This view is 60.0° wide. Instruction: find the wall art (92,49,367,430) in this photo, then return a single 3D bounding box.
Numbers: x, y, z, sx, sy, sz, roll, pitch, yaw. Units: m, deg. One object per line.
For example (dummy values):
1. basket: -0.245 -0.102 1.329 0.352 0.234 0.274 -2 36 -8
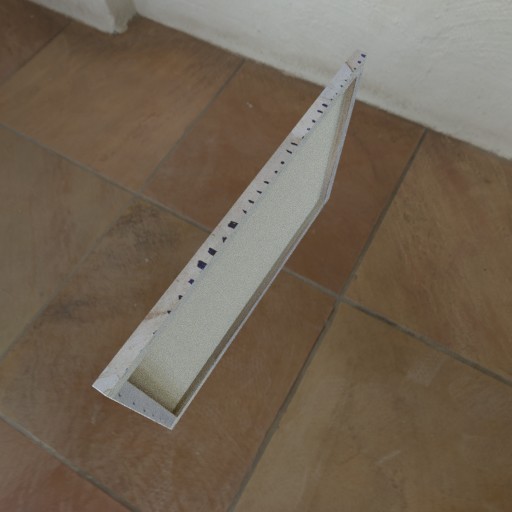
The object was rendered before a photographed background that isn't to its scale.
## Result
1. wall art: 0.000 0.000 1.423 0.038 0.757 1.143 30 68 14
